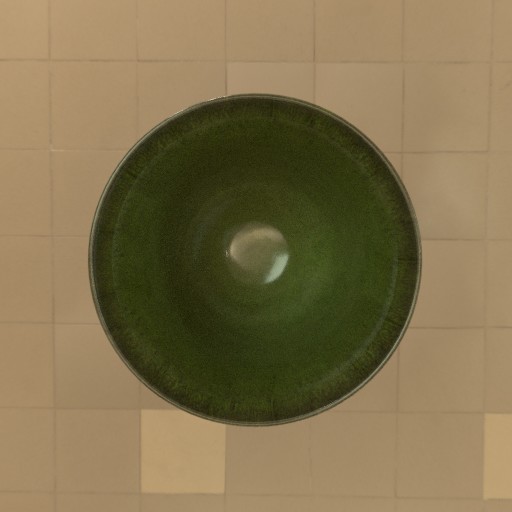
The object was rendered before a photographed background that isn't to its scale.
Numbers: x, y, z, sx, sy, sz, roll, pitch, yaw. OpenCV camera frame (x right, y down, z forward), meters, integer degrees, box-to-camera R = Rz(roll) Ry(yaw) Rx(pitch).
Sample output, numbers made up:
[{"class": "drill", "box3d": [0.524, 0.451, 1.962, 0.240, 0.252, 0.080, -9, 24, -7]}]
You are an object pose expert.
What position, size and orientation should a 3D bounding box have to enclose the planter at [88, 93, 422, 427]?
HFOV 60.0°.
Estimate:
[{"class": "planter", "box3d": [0.000, 0.000, 0.458, 0.245, 0.270, 0.245, 0, 92, 0]}]
